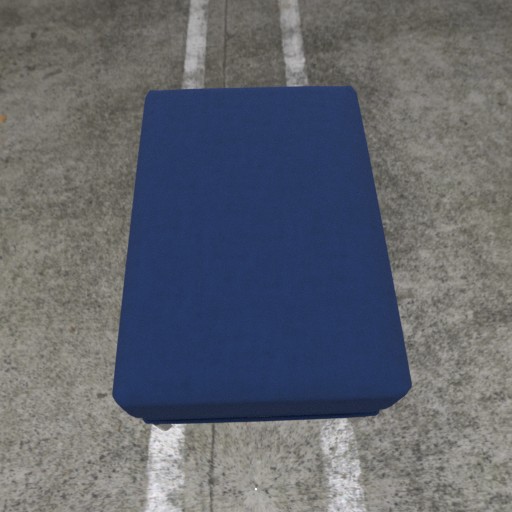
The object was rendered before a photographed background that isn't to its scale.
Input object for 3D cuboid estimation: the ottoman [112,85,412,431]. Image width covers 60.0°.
[{"bbox_3d":[0.000,0.000,1.197,0.587,0.498,0.835,-2,62,-1],"label":"ottoman"}]
